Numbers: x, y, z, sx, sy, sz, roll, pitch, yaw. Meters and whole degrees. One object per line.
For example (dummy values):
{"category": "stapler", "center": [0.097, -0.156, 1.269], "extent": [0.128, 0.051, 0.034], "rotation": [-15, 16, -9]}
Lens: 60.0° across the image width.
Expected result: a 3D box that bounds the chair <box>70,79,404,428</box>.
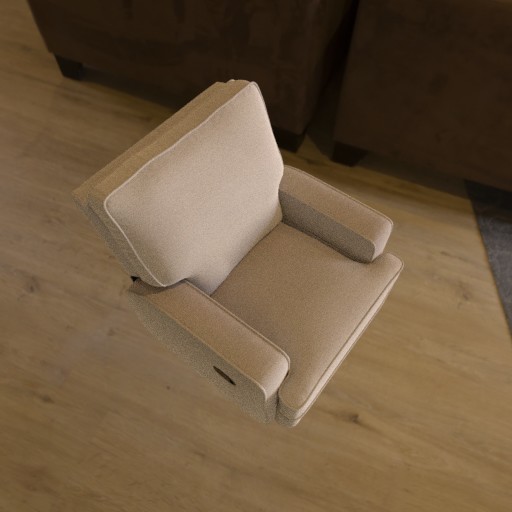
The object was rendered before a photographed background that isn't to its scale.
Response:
{"category": "chair", "center": [0.000, 0.000, 1.732], "extent": [0.969, 0.964, 0.861], "rotation": [34, 64, 19]}
